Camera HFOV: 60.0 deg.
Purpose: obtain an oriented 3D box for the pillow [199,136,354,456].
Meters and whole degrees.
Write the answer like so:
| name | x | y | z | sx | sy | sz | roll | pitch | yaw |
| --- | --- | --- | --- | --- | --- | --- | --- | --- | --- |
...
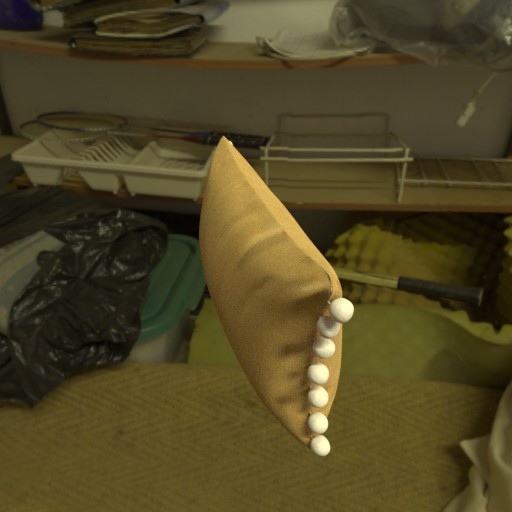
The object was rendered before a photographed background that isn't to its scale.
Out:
| name | x | y | z | sx | sy | sz | roll | pitch | yaw |
| --- | --- | --- | --- | --- | --- | --- | --- | --- | --- |
| pillow | 0.000 | 0.000 | 0.860 | 0.201 | 0.322 | 0.709 | -8 | 32 | -12 |
